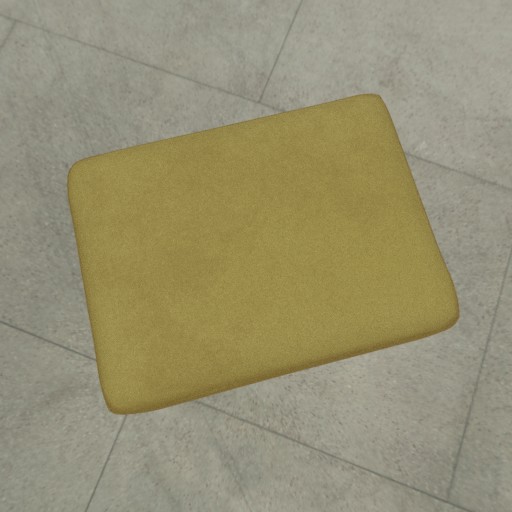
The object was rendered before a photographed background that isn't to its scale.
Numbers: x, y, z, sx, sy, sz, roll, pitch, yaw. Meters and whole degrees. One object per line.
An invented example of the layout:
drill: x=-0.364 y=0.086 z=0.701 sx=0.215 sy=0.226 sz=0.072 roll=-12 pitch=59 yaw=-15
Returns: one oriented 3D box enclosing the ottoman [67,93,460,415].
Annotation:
ottoman: x=0.000 y=0.000 z=1.154 sx=0.811 sy=0.449 sz=0.608 roll=-14 pitch=77 yaw=-3
